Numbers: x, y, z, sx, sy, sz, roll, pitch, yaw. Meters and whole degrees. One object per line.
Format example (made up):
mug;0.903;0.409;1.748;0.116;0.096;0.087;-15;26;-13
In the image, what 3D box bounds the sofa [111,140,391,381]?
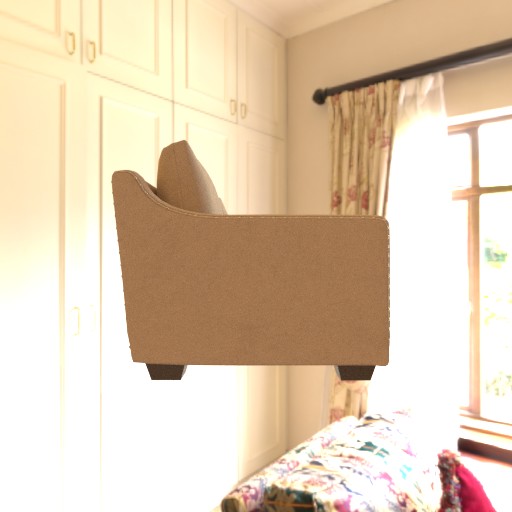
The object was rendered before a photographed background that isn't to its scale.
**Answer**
sofa;0.000;0.000;2.547;1.030;0.901;1.967;0;0;0
